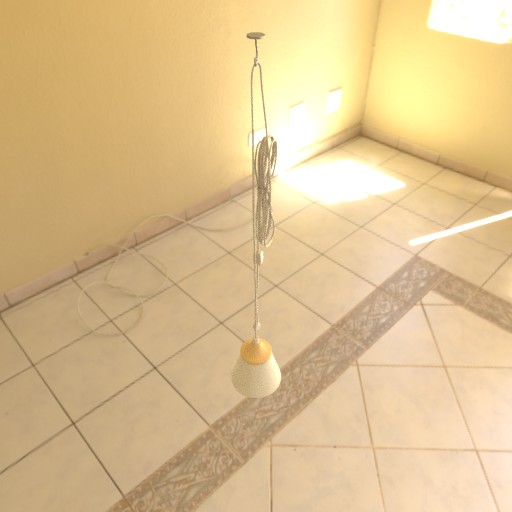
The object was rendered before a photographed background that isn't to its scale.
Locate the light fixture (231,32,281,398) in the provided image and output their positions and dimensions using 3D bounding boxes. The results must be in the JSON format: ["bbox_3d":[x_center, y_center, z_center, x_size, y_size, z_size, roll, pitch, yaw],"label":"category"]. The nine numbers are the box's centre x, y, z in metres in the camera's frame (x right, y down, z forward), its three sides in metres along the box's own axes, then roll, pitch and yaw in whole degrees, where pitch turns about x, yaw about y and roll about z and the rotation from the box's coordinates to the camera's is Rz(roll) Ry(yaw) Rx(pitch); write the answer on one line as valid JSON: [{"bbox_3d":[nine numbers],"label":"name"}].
[{"bbox_3d":[0.000,0.000,1.051,0.153,0.966,0.153,26,46,27],"label":"light fixture"}]
